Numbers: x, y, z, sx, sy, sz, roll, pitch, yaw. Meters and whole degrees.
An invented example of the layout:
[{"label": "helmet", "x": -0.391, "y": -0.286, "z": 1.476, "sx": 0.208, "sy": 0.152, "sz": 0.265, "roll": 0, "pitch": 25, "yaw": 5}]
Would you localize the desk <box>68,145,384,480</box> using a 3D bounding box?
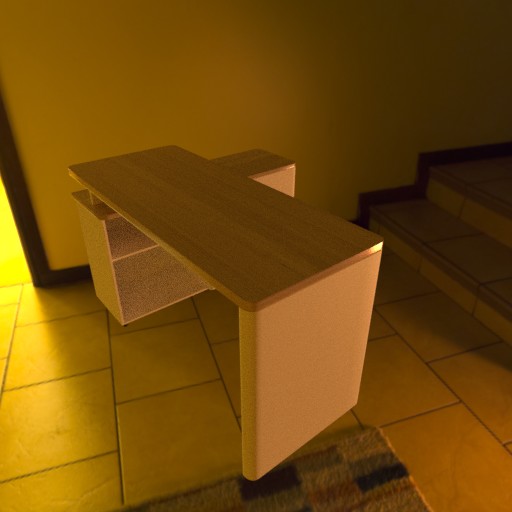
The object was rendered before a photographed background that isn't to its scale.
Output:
[{"label": "desk", "x": 0.000, "y": 0.000, "z": 2.125, "sx": 1.175, "sy": 0.770, "sz": 1.400, "roll": -22, "pitch": 37, "yaw": -33}]
